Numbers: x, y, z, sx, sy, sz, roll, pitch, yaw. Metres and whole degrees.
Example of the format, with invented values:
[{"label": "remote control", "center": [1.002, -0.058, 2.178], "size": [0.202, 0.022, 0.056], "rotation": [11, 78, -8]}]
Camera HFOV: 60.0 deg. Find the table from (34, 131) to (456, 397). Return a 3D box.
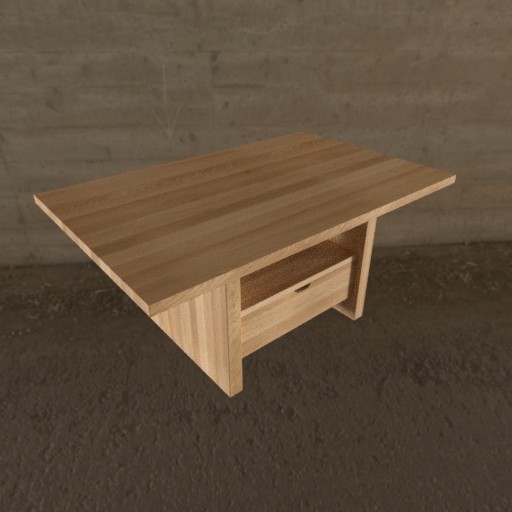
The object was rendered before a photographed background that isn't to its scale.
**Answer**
[{"label": "table", "center": [0.000, 0.000, 1.487], "size": [1.100, 0.510, 0.700], "rotation": [-23, 37, -33]}]
